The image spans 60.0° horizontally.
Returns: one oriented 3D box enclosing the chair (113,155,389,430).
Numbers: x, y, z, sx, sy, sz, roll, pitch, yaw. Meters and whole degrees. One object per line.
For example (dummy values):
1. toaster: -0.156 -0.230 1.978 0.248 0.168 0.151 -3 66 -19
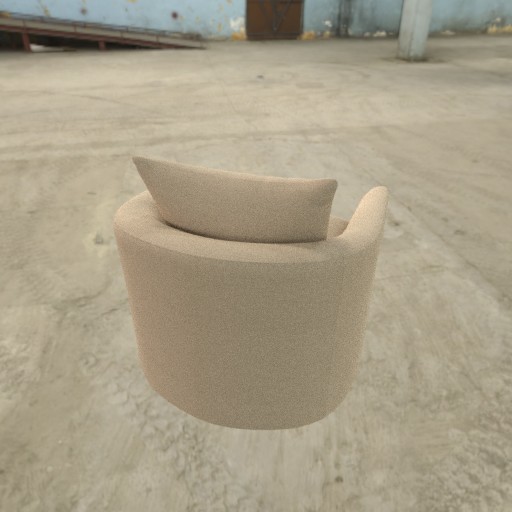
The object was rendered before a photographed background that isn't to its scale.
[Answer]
1. chair: 0.000 0.000 1.596 0.845 0.848 0.910 9 32 15
